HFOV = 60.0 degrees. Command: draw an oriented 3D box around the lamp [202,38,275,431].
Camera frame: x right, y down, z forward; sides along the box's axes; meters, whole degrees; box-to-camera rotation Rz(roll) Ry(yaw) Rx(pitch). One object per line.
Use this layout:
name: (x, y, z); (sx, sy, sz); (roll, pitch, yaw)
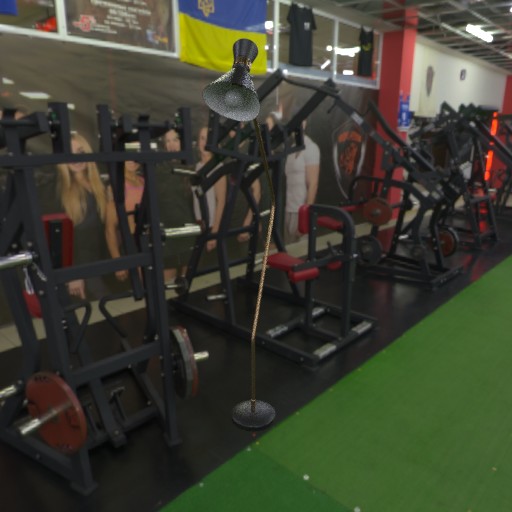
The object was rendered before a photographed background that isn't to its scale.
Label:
lamp: (0.000, 0.000, 1.617); (0.277, 1.438, 0.467); (15, 22, 43)
